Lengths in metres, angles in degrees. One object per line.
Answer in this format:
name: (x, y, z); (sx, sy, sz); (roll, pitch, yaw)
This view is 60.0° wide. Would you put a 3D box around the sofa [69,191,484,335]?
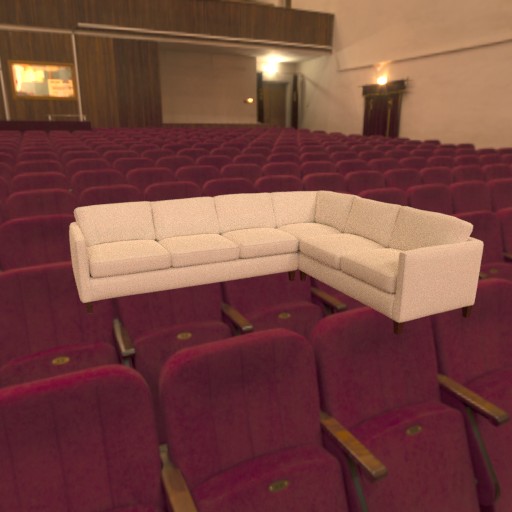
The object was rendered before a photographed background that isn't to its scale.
sofa: (0.000, 0.000, 4.403); (3.302, 0.947, 2.593); (-7, 17, -24)
